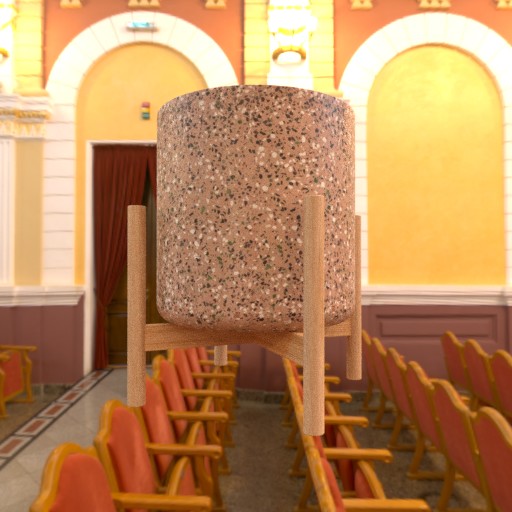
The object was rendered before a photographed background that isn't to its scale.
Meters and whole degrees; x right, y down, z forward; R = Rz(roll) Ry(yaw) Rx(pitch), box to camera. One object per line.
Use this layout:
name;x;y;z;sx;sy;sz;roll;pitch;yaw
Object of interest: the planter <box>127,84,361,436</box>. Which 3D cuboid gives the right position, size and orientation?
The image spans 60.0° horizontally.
planter;0.000;0.000;0.694;0.360;0.419;0.360;0;0;0
